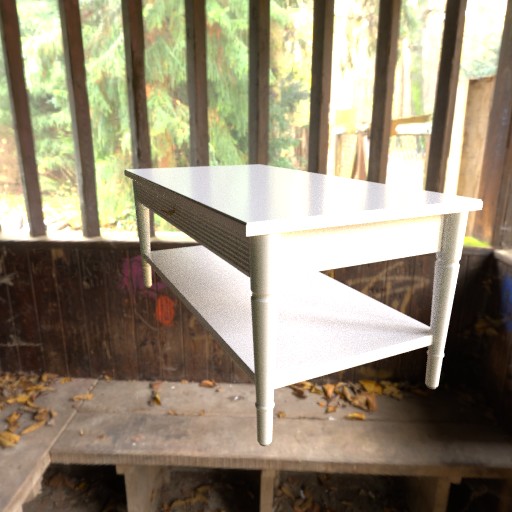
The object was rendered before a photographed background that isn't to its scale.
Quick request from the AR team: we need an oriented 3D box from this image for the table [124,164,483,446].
[{"bbox_3d":[0.000,0.000,1.352,0.559,0.457,1.067,-8,18,-25],"label":"table"}]
